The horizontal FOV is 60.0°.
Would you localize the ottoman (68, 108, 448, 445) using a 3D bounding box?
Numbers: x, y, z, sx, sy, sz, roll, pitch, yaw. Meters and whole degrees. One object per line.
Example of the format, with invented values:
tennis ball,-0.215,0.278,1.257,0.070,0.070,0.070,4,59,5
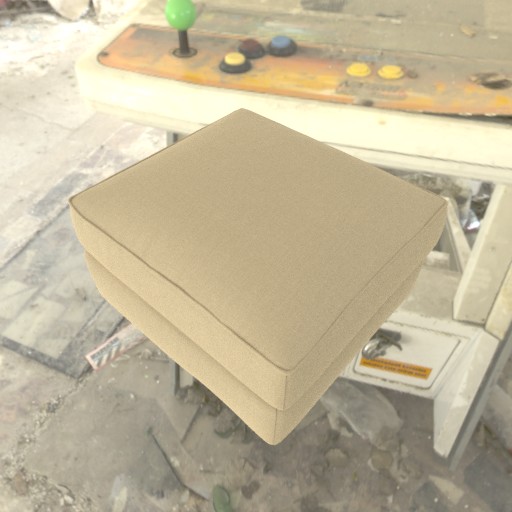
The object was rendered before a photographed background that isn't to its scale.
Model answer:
ottoman,0.000,0.000,1.187,0.716,0.505,0.662,33,55,28
